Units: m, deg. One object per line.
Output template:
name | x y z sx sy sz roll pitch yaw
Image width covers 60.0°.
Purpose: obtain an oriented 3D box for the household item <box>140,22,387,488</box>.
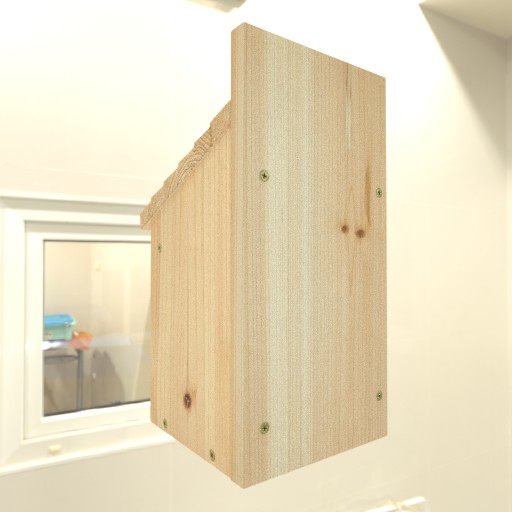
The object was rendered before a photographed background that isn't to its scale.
household item | 0.000 0.000 0.395 0.149 0.300 0.171 1 -1 -37
